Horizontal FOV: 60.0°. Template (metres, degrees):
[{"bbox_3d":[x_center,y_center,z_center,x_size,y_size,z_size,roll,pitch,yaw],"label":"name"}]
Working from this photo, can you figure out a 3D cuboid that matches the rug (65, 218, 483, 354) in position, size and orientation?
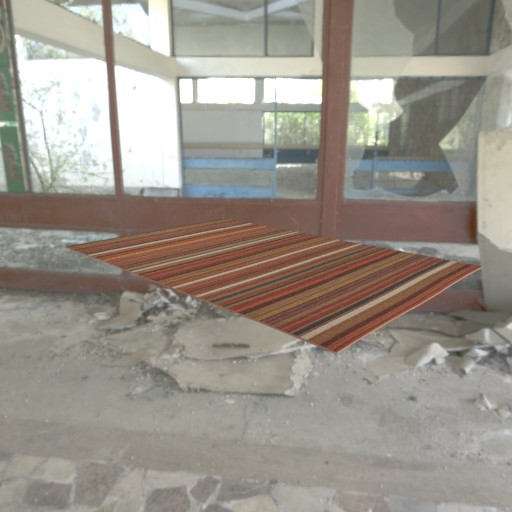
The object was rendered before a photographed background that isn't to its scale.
[{"bbox_3d":[0.000,0.000,2.302,1.828,0.007,1.217,14,21,42],"label":"rug"}]
